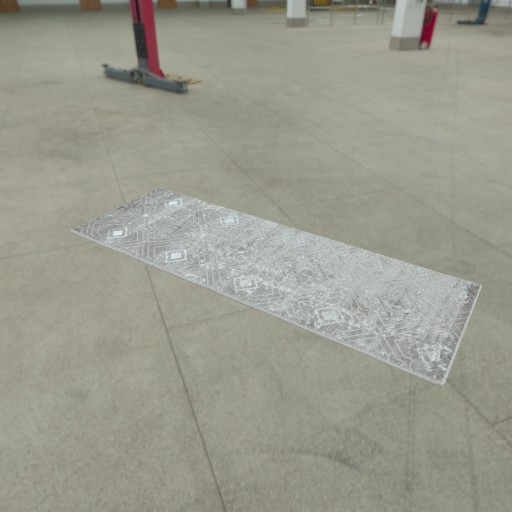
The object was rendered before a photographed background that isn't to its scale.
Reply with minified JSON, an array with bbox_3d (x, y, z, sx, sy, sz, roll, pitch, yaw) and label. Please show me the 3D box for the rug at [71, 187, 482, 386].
[{"bbox_3d":[0.000,0.000,2.657,2.381,0.035,0.832,19,37,28],"label":"rug"}]
